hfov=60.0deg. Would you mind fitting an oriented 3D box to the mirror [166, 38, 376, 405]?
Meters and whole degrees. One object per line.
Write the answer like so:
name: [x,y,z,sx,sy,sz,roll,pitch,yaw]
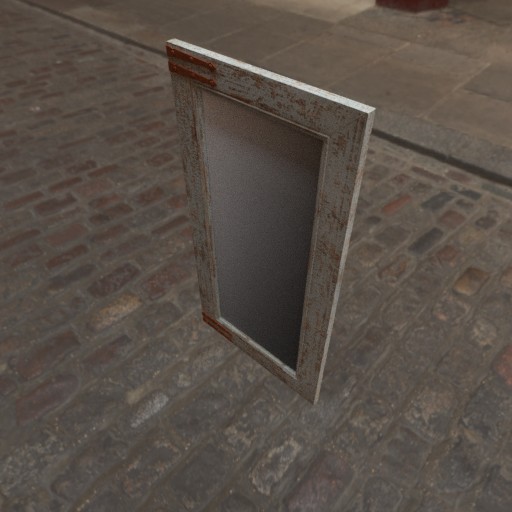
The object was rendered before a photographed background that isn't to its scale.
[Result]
mirror: [0.000,0.000,1.111,0.472,0.922,0.027,32,52,28]
